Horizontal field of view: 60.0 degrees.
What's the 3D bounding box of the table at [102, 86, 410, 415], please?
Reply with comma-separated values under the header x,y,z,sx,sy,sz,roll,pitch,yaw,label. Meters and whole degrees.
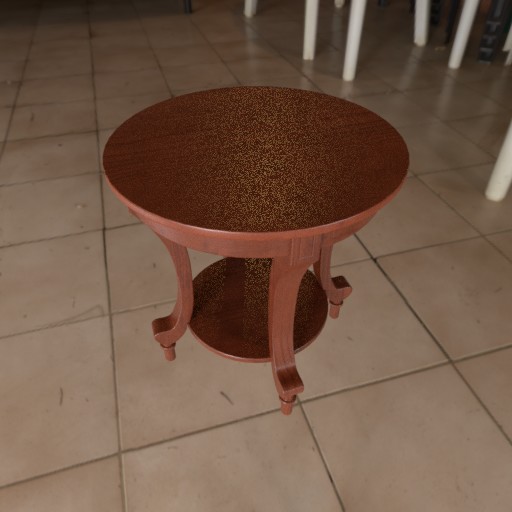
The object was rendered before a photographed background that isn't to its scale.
x,y,z,sx,sy,sz,roll,pitch,yaw,label
0.000,0.000,1.087,0.597,0.612,0.597,0,41,0,table
